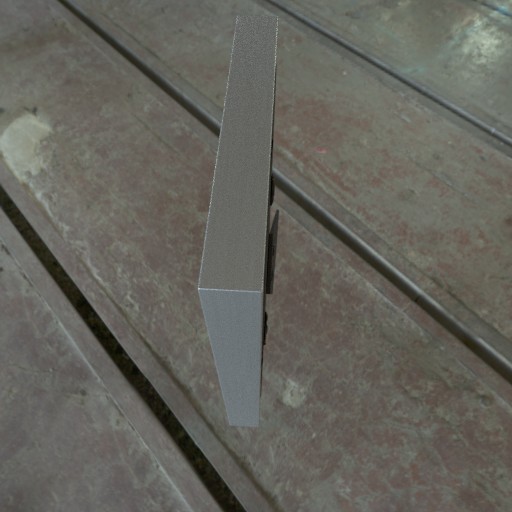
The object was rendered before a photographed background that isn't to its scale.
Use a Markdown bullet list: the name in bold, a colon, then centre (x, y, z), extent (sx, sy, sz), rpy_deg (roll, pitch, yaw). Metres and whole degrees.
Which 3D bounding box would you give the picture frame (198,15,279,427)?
- **picture frame**: centre (0.000, 0.000, 0.270), extent (0.028, 0.208, 0.157), rpy_deg (3, 58, 2)
